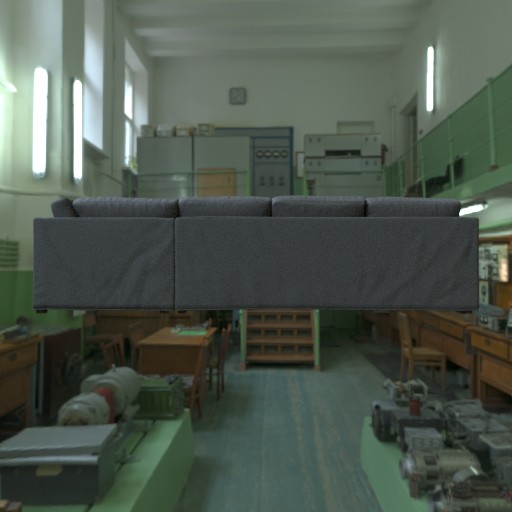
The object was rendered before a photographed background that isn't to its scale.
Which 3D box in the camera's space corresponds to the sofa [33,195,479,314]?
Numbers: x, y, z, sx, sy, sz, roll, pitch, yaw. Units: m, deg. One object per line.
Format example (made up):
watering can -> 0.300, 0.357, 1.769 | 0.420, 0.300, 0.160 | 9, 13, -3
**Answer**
sofa -> 0.000, 0.000, 4.334 | 3.182, 0.871, 2.432 | 0, -1, 0
